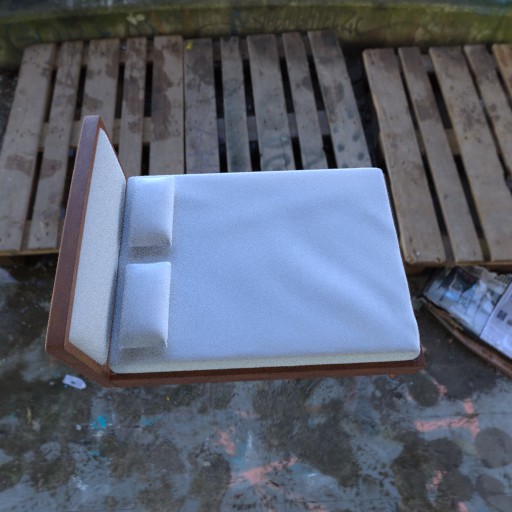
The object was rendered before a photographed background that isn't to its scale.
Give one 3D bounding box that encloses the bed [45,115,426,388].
[{"bbox_3d":[0.000,0.000,3.144,2.196,1.275,1.587,-2,63,-1],"label":"bed"}]
